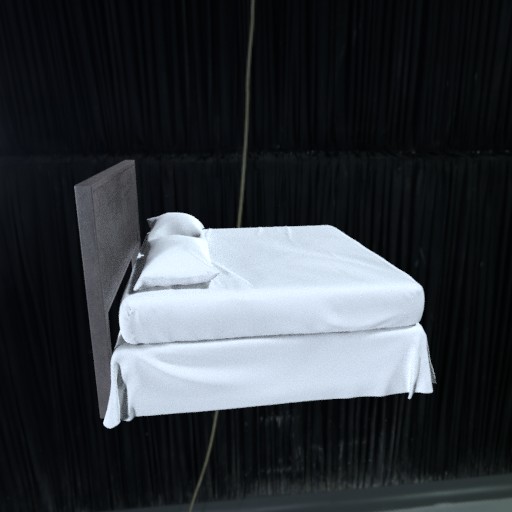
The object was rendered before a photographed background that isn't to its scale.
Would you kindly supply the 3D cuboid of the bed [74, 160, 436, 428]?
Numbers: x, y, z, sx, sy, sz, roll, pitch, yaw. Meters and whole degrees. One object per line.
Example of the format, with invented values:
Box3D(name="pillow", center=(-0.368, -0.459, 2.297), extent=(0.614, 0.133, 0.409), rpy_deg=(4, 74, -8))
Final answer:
Box3D(name="bed", center=(0.000, 0.000, 2.902), extent=(1.785, 1.142, 1.772), rpy_deg=(-2, 16, -8))
